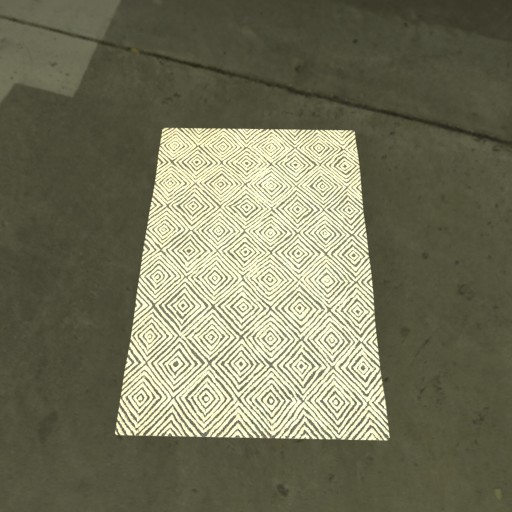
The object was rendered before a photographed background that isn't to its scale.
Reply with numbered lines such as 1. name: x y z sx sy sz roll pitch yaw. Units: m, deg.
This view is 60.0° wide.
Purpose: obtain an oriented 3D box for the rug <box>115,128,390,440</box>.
1. rug: 0.000 0.000 2.296 1.177 0.004 1.750 1 62 0
